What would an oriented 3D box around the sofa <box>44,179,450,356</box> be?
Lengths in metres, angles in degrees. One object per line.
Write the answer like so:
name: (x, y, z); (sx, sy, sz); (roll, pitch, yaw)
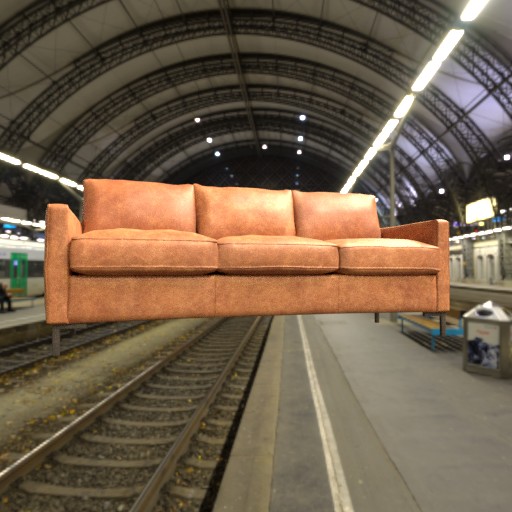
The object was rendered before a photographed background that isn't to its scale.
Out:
sofa: (0.000, 0.000, 2.404); (2.029, 0.863, 0.748); (1, -2, -17)
